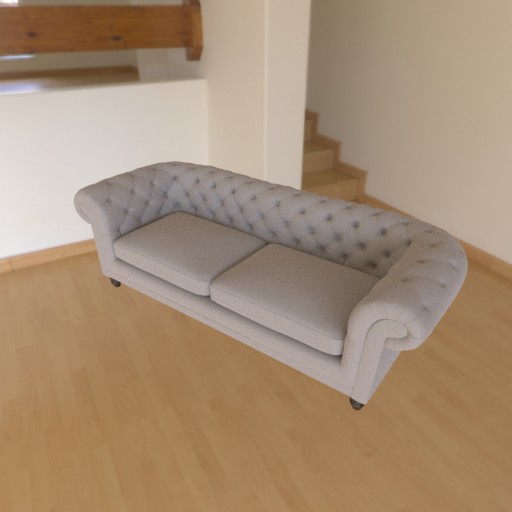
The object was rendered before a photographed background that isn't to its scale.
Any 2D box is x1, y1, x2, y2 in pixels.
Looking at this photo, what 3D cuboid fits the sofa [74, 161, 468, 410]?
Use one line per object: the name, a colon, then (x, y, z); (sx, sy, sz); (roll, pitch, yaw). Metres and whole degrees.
sofa: (0.000, 0.000, 2.846); (2.411, 0.749, 0.991); (20, 35, 31)
